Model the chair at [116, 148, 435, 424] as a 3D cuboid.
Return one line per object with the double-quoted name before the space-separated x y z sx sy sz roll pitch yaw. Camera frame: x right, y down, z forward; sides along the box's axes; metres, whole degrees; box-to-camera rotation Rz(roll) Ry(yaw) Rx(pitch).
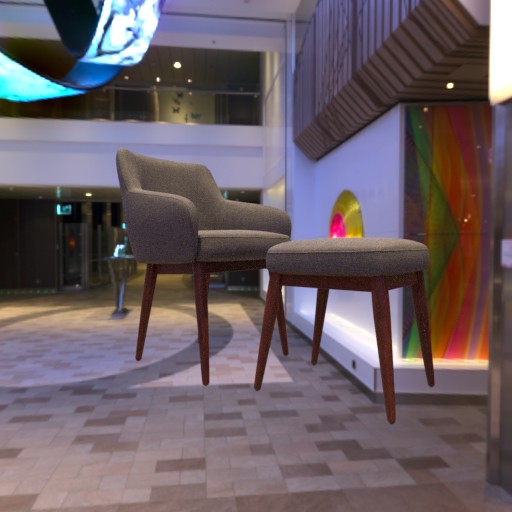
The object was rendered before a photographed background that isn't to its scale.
"chair" 0.000 0.000 1.539 1.107 0.799 0.584 1 2 37
